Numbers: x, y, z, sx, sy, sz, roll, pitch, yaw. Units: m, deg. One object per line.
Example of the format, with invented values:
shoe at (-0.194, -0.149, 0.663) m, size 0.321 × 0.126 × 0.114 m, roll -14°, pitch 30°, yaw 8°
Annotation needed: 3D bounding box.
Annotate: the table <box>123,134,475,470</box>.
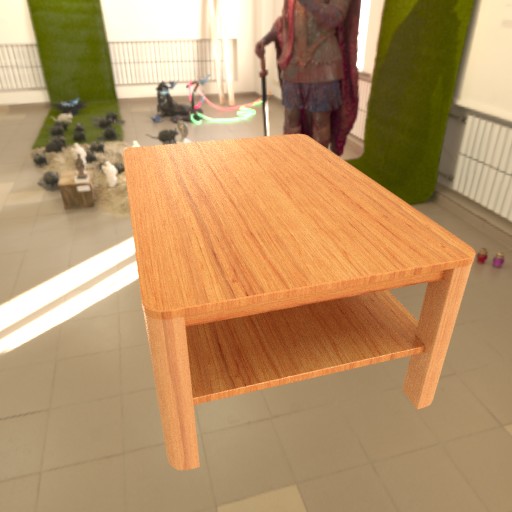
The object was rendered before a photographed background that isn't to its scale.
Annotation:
table at (0.000, 0.000, 1.360) m, size 0.696 × 0.445 × 0.997 m, roll -9°, pitch 31°, yaw -14°
